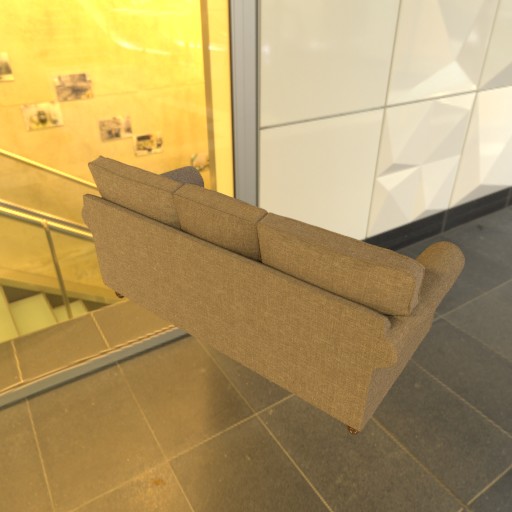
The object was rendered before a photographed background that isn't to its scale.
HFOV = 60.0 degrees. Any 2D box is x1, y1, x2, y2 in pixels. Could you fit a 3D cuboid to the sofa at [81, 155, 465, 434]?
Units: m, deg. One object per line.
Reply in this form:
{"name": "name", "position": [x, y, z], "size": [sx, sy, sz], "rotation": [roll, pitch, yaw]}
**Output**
{"name": "sofa", "position": [0.000, 0.000, 2.601], "size": [2.084, 0.961, 0.916], "rotation": [22, 37, 32]}
